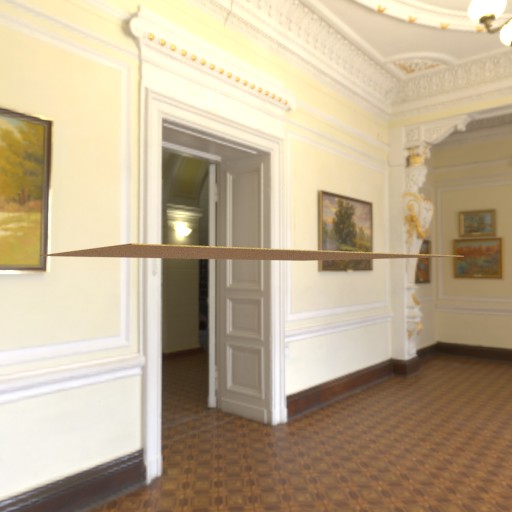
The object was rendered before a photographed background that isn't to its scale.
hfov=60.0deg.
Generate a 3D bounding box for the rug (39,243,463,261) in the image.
[{"bbox_3d":[0.000,0.000,3.664,2.895,0.006,1.981,1,-2,-37],"label":"rug"}]
